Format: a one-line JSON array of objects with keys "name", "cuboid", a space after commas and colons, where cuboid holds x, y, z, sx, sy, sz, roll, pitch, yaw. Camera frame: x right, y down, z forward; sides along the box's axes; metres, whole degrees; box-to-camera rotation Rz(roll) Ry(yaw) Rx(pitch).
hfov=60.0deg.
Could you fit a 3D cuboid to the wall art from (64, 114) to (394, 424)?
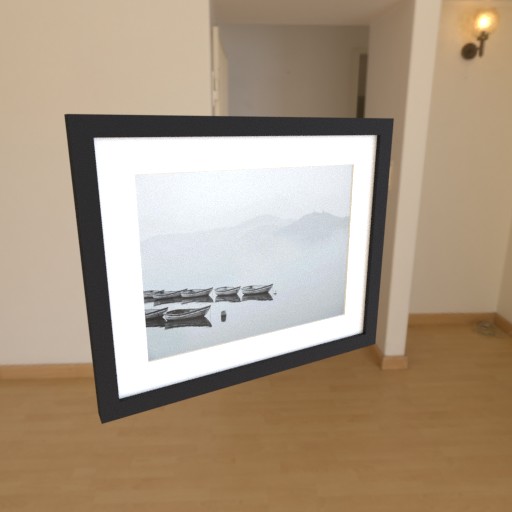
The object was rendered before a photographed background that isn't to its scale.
[{"name": "wall art", "cuboid": [0.000, 0.000, 0.757, 0.554, 0.454, 0.030, -8, 18, -27]}]
